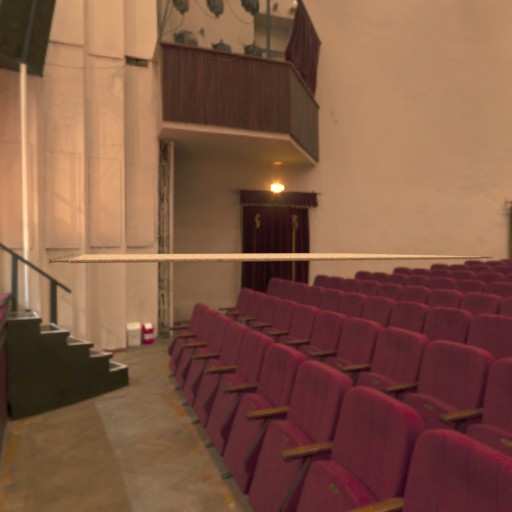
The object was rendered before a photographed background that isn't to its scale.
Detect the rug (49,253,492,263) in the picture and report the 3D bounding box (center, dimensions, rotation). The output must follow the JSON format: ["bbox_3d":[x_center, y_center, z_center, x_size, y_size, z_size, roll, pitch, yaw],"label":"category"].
[{"bbox_3d":[0.000,0.000,2.227,1.771,0.015,1.223,0,1,-19],"label":"rug"}]
